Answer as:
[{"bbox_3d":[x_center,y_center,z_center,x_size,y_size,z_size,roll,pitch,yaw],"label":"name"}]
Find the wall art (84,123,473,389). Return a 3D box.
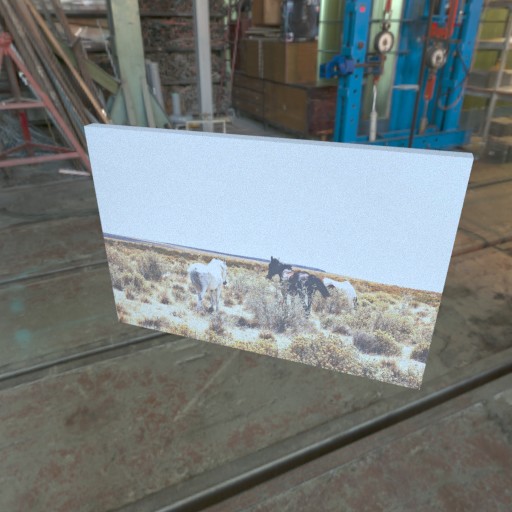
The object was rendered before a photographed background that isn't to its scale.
[{"bbox_3d":[0.000,0.000,1.442,1.138,0.761,0.051,9,29,17],"label":"wall art"}]
